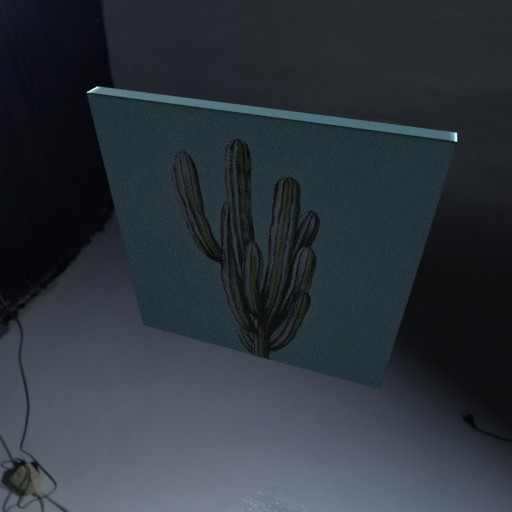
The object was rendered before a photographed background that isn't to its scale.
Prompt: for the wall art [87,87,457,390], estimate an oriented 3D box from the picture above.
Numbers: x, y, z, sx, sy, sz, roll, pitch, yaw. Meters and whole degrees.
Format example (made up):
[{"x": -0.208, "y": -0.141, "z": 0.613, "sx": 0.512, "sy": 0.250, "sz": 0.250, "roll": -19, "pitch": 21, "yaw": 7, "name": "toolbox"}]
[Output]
[{"x": 0.000, "y": 0.000, "z": 1.591, "sx": 1.071, "sy": 1.073, "sz": 0.070, "roll": 12, "pitch": 41, "yaw": 14, "name": "wall art"}]
